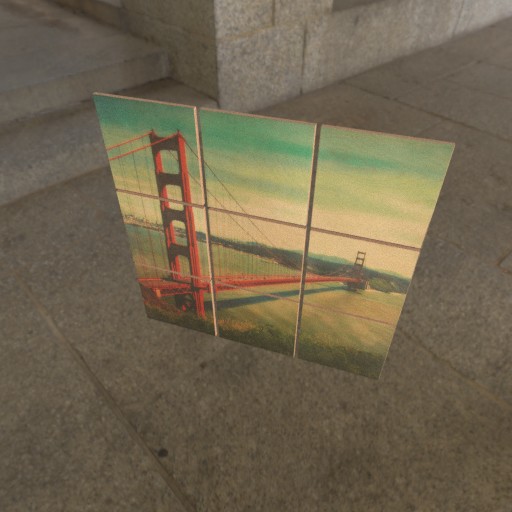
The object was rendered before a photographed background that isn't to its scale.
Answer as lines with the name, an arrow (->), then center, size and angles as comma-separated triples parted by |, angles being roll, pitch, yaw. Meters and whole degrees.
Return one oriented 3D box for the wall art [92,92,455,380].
wall art -> 0.000, 0.000, 1.830 | 1.217, 1.207, 0.016 | 12, 43, 14
